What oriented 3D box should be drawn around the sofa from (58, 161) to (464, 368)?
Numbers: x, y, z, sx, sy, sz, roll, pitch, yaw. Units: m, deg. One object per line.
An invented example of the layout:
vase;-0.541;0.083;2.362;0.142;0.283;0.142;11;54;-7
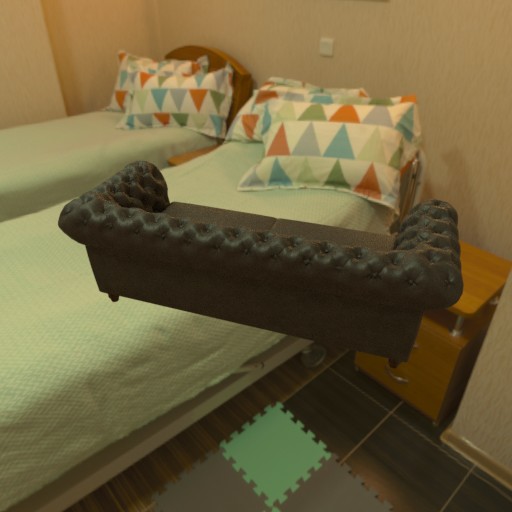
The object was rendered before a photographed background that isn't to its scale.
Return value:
sofa;0.000;0.000;2.902;2.385;0.783;0.944;11;34;16
